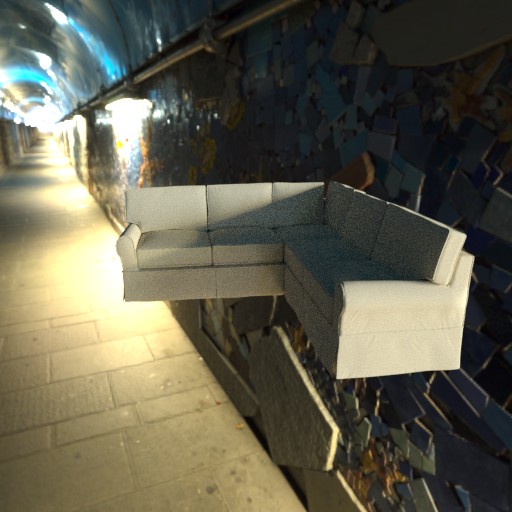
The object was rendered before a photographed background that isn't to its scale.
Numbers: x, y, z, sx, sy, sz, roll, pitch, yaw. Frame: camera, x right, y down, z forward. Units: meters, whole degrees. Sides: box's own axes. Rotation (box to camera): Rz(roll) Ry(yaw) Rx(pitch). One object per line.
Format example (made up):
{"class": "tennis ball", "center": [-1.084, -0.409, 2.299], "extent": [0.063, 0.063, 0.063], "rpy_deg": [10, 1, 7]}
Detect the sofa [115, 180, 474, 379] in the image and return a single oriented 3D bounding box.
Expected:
{"class": "sofa", "center": [0.000, 0.000, 4.045], "extent": [2.591, 1.070, 2.597], "rpy_deg": [-3, 17, -8]}
